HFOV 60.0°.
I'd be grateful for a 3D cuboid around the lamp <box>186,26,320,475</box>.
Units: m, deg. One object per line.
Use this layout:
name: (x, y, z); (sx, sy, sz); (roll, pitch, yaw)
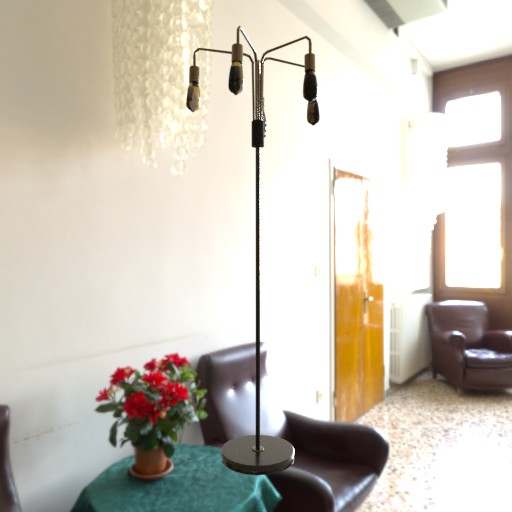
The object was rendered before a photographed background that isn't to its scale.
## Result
lamp: (0.000, 0.000, 1.899); (0.572, 1.721, 0.599); (0, 0, 1)
